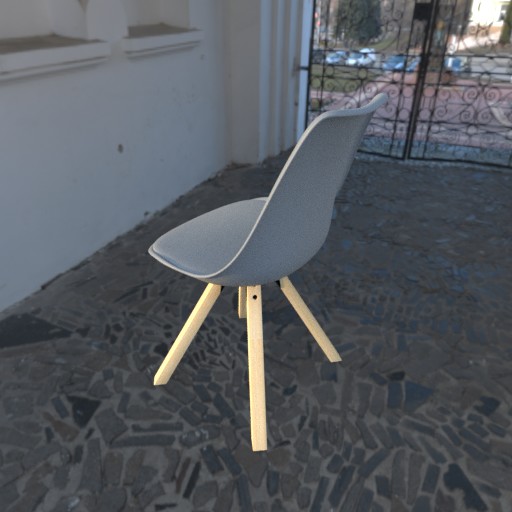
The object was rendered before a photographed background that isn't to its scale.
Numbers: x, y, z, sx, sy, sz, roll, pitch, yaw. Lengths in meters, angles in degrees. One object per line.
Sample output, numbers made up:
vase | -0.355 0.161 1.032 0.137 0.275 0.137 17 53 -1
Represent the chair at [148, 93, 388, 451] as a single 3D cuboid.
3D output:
chair | 0.000 0.000 1.186 0.549 0.850 0.485 21 36 32
